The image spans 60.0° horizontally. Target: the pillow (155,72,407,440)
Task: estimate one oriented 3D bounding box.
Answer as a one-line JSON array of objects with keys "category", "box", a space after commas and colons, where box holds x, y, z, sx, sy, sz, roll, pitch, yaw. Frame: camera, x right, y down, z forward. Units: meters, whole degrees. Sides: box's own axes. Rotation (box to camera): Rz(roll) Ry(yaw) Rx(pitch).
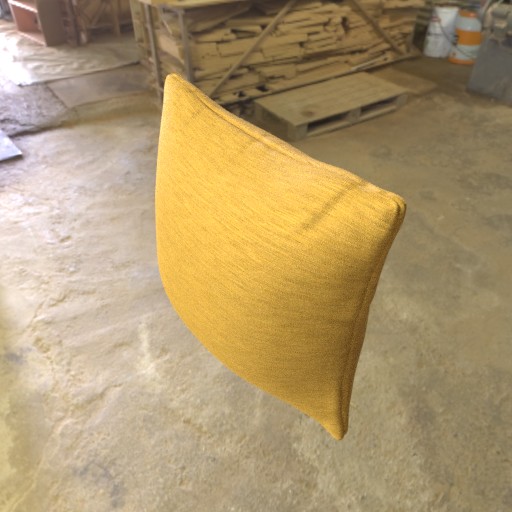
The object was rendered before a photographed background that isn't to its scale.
[{"category": "pillow", "box": [0.000, 0.000, 0.651, 0.247, 0.417, 0.435, -26, 47, -27]}]
